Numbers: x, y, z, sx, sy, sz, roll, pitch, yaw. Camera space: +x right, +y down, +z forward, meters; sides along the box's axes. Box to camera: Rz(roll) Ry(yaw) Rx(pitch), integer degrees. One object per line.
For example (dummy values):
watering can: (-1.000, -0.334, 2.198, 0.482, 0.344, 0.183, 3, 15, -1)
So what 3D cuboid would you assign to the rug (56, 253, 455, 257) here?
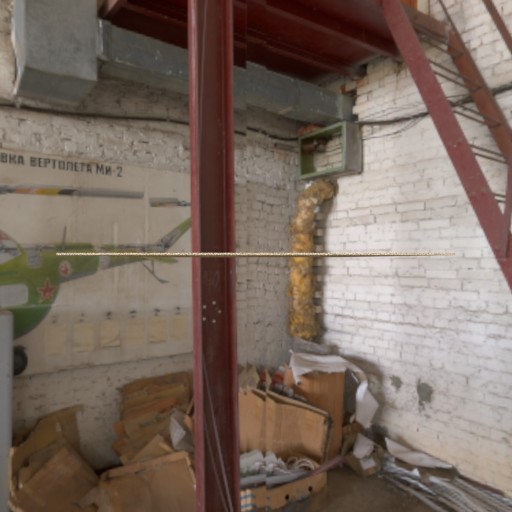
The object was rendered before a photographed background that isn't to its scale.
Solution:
rug: (0.000, 0.000, 2.144, 1.142, 0.006, 1.752, 0, 0, 0)
